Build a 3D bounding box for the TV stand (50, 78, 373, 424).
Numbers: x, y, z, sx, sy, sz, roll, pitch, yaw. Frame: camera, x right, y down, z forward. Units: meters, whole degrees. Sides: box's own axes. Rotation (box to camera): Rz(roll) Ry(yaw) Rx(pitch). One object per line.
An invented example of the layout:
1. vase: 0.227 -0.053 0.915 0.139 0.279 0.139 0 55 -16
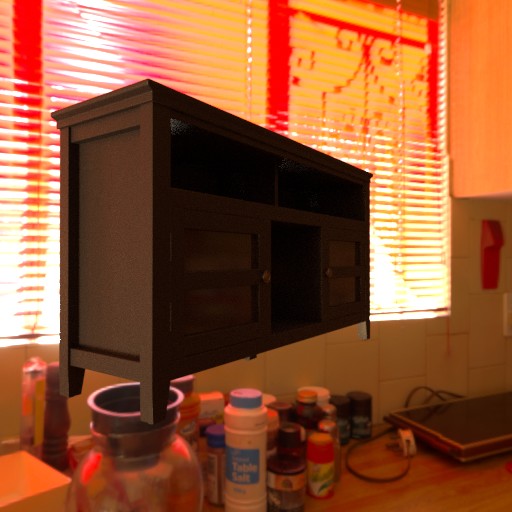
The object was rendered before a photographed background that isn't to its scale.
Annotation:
1. TV stand: 0.000 0.000 1.438 0.347 0.681 1.198 0 0 35
